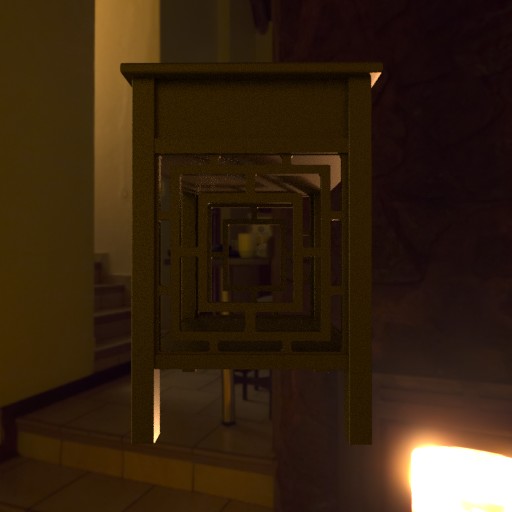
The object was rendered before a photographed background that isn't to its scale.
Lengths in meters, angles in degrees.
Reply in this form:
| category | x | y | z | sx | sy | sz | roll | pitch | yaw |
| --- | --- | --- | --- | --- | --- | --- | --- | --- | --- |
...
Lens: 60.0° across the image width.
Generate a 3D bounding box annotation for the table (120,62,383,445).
| category | x | y | z | sx | sy | sz | roll | pitch | yaw |
| --- | --- | --- | --- | --- | --- | --- | --- | --- | --- |
| table | 0.000 | 0.000 | 1.020 | 0.451 | 0.646 | 0.564 | 0 | 0 | 1 |
